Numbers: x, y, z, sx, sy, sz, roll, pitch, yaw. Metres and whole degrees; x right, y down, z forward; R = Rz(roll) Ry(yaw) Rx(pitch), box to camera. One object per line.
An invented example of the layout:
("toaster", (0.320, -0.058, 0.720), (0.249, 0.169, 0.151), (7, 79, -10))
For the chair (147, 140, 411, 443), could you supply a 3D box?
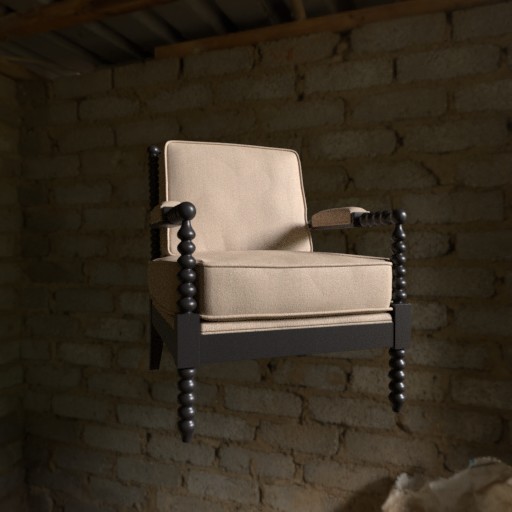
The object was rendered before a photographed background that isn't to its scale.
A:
("chair", (0.000, 0.000, 1.209), (0.555, 0.703, 0.657), (0, 1, -19))
